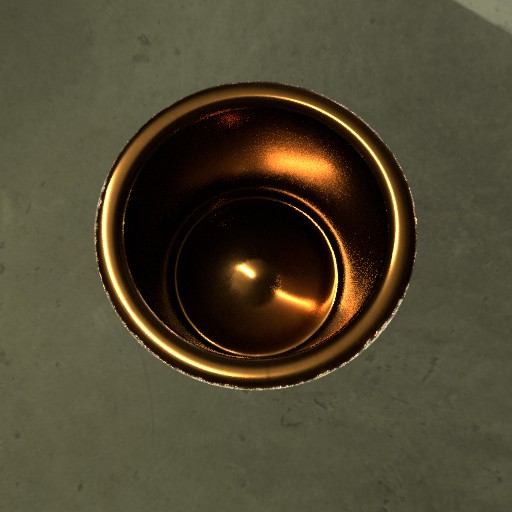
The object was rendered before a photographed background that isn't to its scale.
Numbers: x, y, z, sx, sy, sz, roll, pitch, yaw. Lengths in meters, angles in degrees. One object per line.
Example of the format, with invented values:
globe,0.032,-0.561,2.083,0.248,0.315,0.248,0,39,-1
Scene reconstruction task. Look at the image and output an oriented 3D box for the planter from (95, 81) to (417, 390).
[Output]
planter,0.000,0.000,0.314,0.177,0.157,0.177,0,76,0
